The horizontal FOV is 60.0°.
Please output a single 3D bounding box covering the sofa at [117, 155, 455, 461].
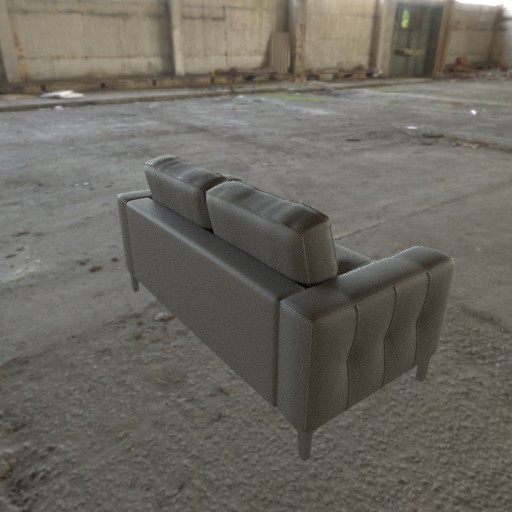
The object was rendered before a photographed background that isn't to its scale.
[{"bbox_3d":[0.000,0.000,2.295,0.833,0.893,1.726,-17,30,-33],"label":"sofa"}]
